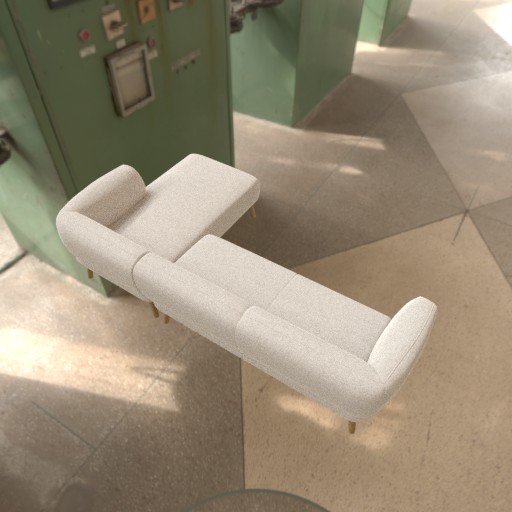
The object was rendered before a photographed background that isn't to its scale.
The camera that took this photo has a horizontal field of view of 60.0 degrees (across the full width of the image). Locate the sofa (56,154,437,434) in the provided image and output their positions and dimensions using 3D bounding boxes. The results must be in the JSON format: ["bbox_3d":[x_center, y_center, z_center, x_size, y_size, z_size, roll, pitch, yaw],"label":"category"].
[{"bbox_3d":[0.000,0.000,3.379,2.660,0.730,1.610,25,51,22],"label":"sofa"}]
